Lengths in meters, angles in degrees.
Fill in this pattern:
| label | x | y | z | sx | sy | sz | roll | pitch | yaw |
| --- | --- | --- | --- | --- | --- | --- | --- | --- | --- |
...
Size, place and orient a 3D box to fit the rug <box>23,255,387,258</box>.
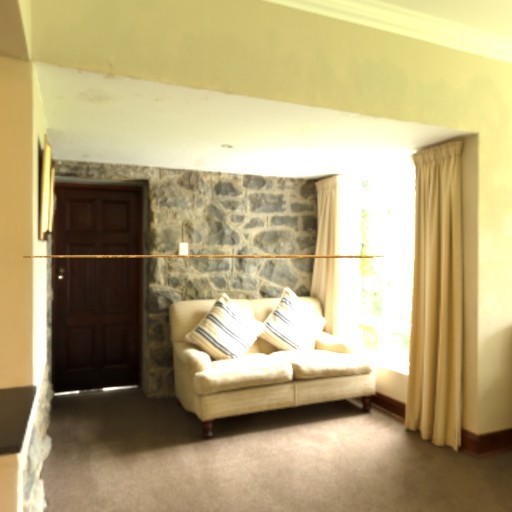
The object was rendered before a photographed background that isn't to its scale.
| label | x | y | z | sx | sy | sz | roll | pitch | yaw |
| --- | --- | --- | --- | --- | --- | --- | --- | --- | --- |
| rug | 0.000 | 0.000 | 2.742 | 1.524 | 0.013 | 2.135 | 0 | 0 | 18 |
